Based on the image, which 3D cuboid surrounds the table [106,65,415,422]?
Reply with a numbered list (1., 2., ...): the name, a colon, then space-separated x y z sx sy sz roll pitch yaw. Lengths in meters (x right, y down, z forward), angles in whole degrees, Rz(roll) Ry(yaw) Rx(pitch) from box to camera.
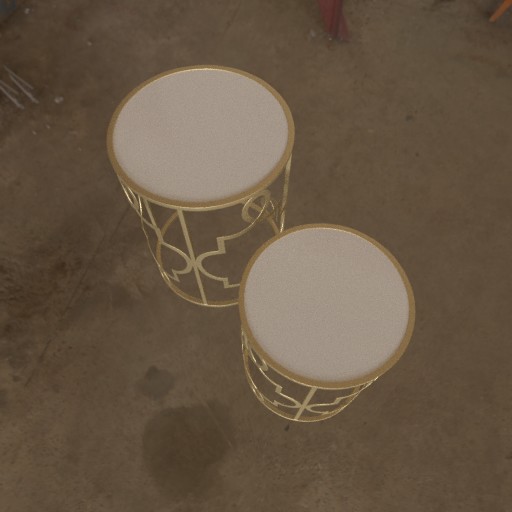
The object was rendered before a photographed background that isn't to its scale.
1. table: 0.000 0.000 1.166 0.420 0.564 0.846 -32 67 -15
